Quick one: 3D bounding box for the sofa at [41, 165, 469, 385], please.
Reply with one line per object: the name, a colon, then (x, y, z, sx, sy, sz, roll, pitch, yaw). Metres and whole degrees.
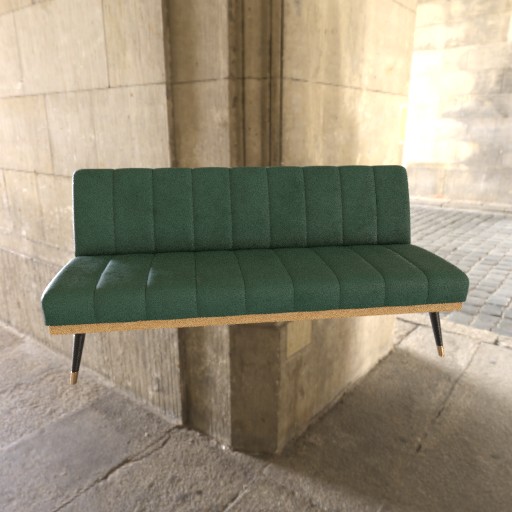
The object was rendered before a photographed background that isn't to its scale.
sofa: (0.000, 0.000, 2.198, 1.810, 0.820, 0.830, -2, 16, -8)
